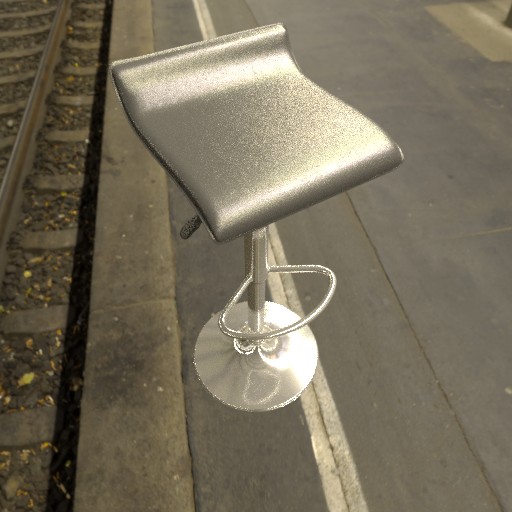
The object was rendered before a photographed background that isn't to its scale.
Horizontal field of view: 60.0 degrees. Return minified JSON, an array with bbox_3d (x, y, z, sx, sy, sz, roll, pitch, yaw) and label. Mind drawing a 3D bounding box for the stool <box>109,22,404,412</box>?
[{"bbox_3d":[0.000,0.000,1.038,0.381,0.851,0.381,-25,52,-21],"label":"stool"}]
